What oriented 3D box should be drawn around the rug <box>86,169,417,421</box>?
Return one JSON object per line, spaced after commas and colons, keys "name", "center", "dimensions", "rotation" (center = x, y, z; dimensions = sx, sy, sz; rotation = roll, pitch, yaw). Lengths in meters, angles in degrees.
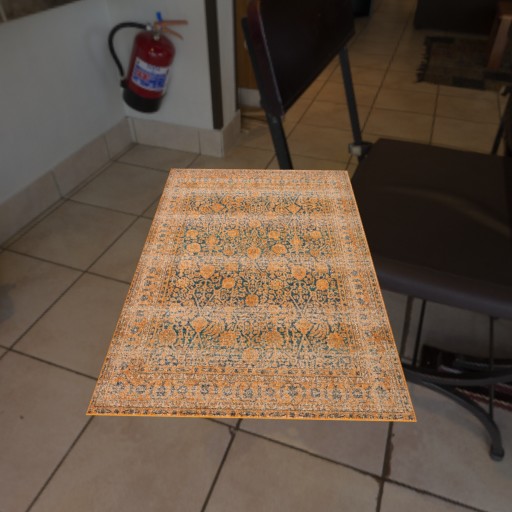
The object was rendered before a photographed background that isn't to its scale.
{"name": "rug", "center": [0.000, 0.000, 2.942], "dimensions": [1.525, 0.007, 2.336], "rotation": [1, 40, 1]}
